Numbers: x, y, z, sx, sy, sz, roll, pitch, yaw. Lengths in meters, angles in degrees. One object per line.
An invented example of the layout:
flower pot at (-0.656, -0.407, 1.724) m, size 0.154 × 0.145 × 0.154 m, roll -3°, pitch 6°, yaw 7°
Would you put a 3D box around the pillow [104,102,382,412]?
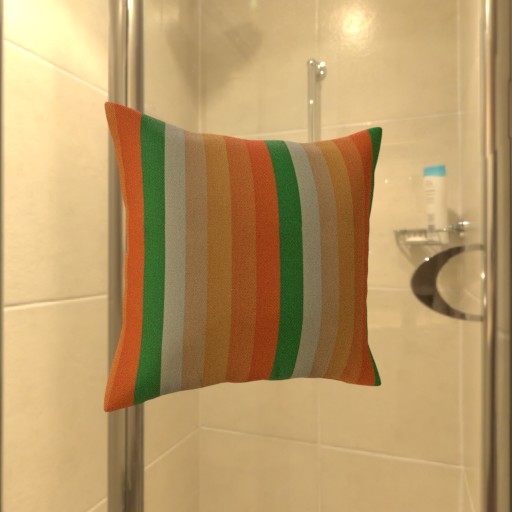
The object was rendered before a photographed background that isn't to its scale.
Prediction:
pillow at (0.000, 0.000, 0.697) m, size 0.453 × 0.444 × 0.169 m, roll 0°, pitch -1°, yaw -17°
